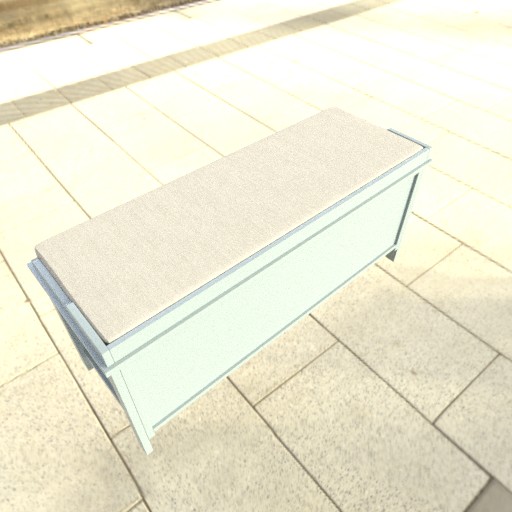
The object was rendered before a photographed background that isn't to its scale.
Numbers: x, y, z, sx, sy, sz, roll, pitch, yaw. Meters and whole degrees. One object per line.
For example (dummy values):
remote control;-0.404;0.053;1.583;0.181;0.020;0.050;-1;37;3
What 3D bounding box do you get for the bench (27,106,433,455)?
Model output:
bench;0.000;0.000;1.384;1.140;0.501;0.398;-32;53;-28
